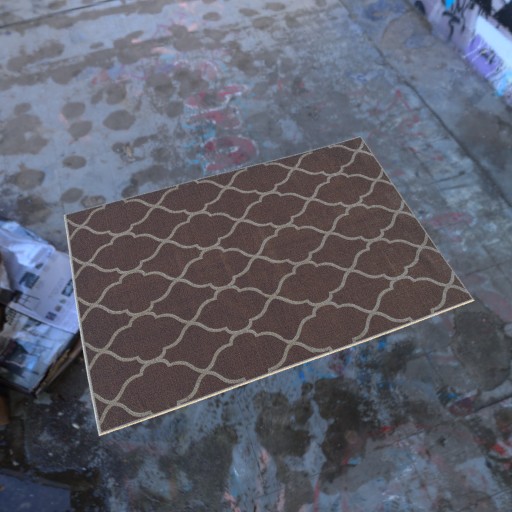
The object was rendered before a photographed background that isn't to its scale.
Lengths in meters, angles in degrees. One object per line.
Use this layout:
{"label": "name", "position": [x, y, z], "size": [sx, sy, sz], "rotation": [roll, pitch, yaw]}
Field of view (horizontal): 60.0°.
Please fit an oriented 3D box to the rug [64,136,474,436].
{"label": "rug", "position": [0.000, 0.000, 2.876], "size": [2.294, 0.014, 1.528], "rotation": [-17, 59, -10]}
